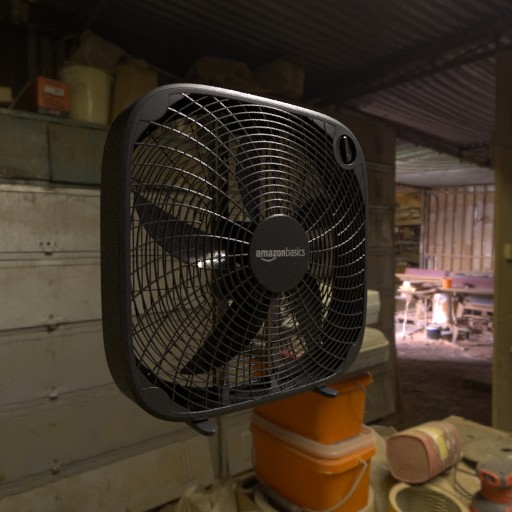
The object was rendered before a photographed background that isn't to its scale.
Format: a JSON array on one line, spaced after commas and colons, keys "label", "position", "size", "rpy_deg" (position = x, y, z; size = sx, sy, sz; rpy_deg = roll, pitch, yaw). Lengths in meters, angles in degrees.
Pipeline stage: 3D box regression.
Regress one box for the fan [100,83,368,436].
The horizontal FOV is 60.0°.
[{"label": "fan", "position": [0.000, 0.000, 0.792], "size": [0.526, 0.533, 0.142], "rpy_deg": [-1, 2, -37]}]
